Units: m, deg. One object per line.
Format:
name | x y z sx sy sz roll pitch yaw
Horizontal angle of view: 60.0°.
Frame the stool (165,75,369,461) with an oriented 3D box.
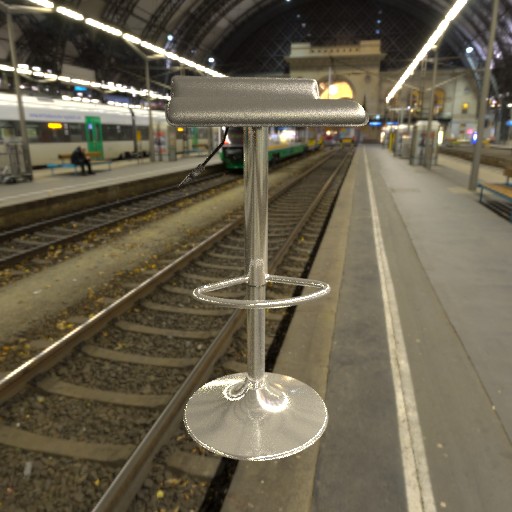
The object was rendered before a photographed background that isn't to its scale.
stool | 0.000 0.000 1.068 0.381 0.851 0.381 -2 15 -8
